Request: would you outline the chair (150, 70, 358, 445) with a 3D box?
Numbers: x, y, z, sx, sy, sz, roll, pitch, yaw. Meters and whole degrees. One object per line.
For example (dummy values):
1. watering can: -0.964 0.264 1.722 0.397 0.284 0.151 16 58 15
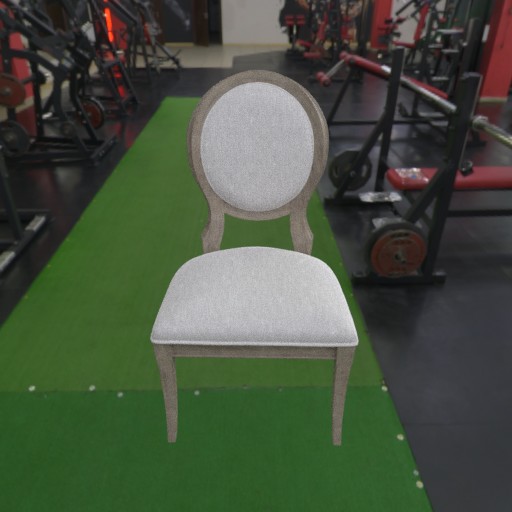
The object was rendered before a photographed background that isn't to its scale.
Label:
1. chair: 0.000 0.000 1.365 0.558 0.990 0.602 1 31 1
